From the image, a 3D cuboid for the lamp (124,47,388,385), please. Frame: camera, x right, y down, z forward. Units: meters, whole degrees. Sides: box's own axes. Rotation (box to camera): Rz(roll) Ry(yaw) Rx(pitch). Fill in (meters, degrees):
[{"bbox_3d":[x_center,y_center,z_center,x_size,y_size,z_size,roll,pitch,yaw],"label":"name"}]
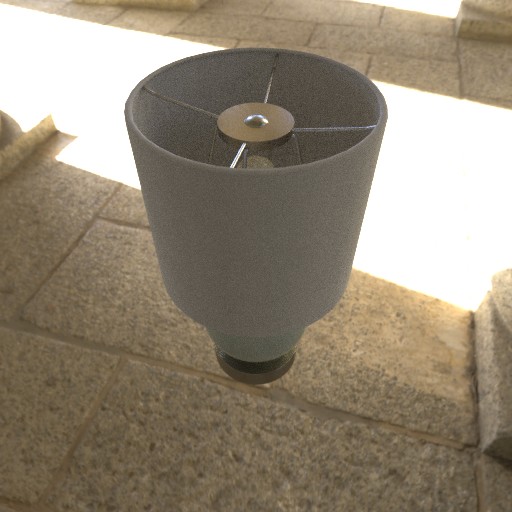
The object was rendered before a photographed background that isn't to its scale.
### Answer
[{"bbox_3d":[0.000,0.000,0.468,0.201,0.353,0.201,-9,47,-9],"label":"lamp"}]
